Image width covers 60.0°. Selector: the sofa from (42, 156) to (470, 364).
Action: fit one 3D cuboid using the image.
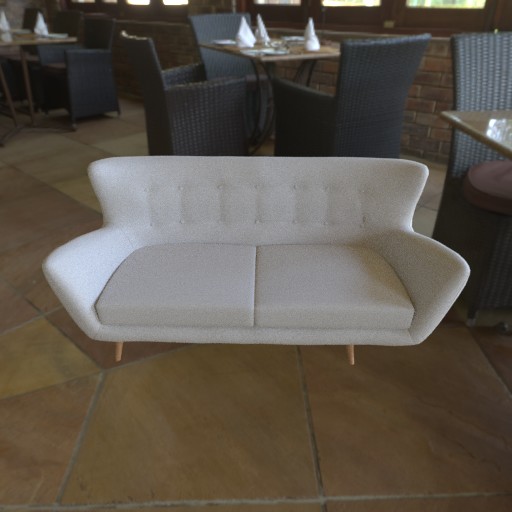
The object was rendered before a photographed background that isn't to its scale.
[{"bbox_3d":[0.000,0.000,2.404,1.930,0.890,0.899,1,30,1],"label":"sofa"}]
